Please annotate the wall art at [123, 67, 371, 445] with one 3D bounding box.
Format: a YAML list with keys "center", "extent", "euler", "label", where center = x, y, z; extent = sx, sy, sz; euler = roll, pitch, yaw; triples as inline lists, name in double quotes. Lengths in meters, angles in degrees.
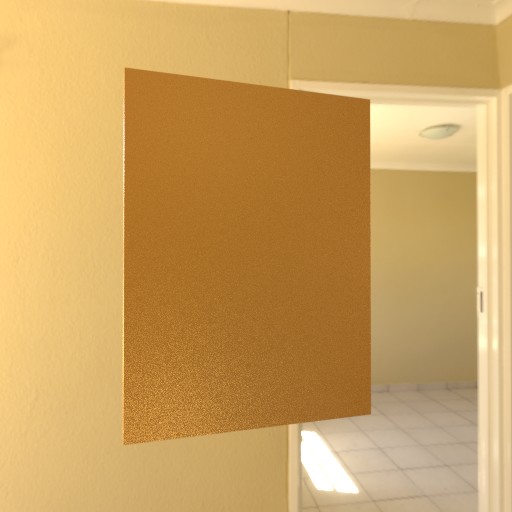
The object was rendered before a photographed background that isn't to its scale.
- center: [0.000, 0.000, 1.064]
  extent: [0.610, 0.812, 0.038]
  euler: [0, -1, -18]
  label: "wall art"
